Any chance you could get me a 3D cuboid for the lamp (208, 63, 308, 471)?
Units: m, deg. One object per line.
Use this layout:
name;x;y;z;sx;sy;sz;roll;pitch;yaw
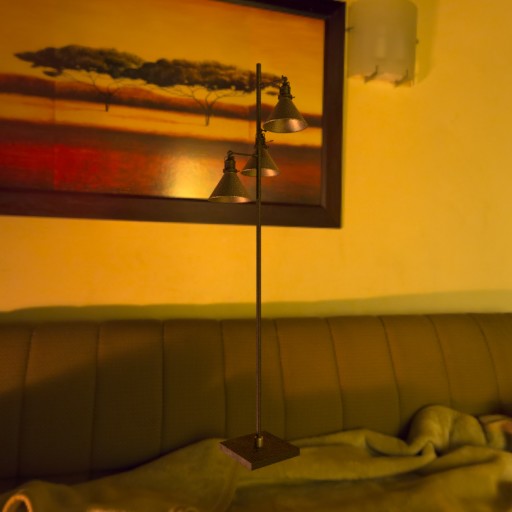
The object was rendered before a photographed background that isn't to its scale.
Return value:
lamp;0.000;0.000;1.933;0.415;1.716;0.428;1;-1;-36
